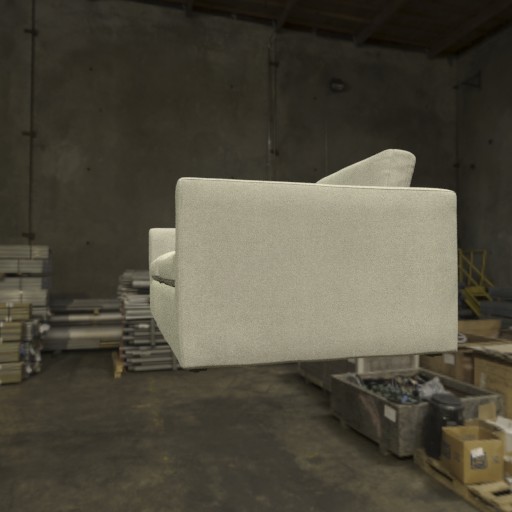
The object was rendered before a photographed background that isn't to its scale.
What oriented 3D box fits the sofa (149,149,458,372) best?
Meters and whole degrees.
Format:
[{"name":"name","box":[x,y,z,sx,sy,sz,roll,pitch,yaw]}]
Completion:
[{"name":"sofa","box":[0.000,0.000,2.465,1.091,0.839,1.905,1,-2,-16]}]
